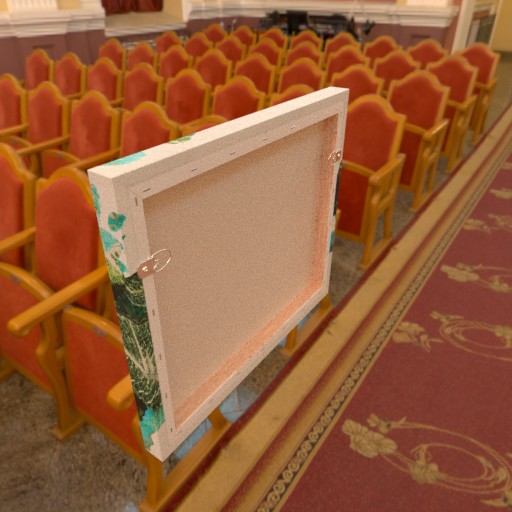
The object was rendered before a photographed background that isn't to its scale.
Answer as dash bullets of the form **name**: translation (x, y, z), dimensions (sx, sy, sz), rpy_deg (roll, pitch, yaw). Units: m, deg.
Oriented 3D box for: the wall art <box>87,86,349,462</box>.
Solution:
- **wall art**: translation (0.000, 0.000, 0.710), dimensions (0.041, 0.435, 0.507), rpy_deg (21, 37, 30)
